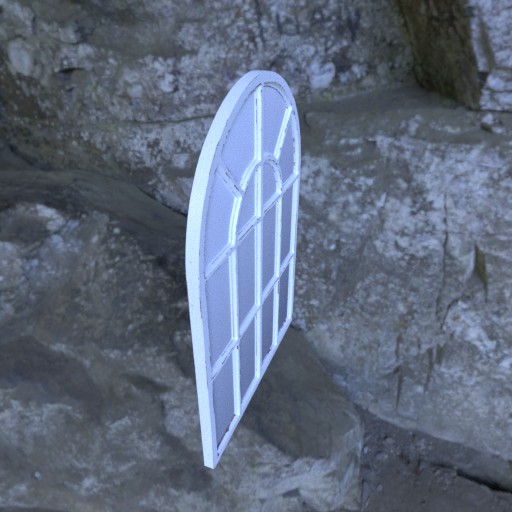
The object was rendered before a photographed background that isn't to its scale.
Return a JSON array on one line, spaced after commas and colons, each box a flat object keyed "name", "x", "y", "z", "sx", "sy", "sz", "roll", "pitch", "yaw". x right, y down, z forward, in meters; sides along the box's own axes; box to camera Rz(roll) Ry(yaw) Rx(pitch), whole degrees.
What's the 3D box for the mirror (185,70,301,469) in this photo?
[{"name": "mirror", "x": 0.000, "y": 0.000, "z": 1.183, "sx": 0.032, "sy": 0.920, "sz": 0.660, "roll": 12, "pitch": 33, "yaw": 19}]
